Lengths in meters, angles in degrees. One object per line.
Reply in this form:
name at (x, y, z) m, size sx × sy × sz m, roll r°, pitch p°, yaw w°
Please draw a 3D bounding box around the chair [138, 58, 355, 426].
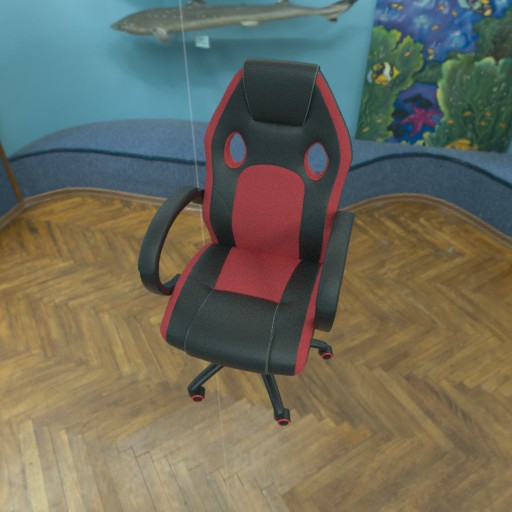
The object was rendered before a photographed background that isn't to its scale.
chair at (0.000, 0.000, 1.623) m, size 0.673 × 1.187 × 0.724 m, roll 11°, pitch 42°, yaw 12°
